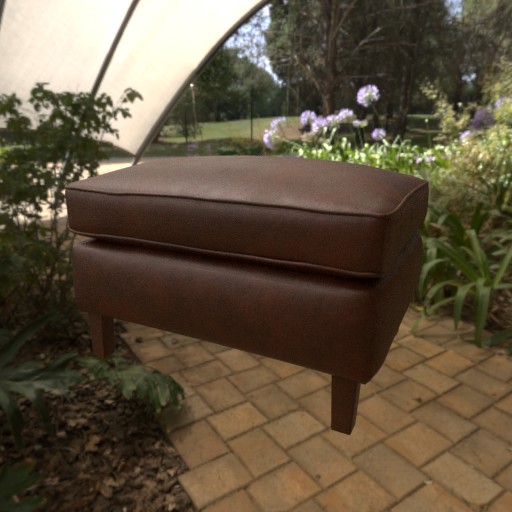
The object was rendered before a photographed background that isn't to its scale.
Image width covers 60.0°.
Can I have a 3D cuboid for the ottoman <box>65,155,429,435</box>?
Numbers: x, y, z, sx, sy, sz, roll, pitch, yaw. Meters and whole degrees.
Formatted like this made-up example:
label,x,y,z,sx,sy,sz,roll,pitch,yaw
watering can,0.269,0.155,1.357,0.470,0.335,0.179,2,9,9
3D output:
label,x,y,z,sx,sy,sz,roll,pitch,yaw
ottoman,0.000,0.000,0.989,0.665,0.432,0.501,8,18,26
